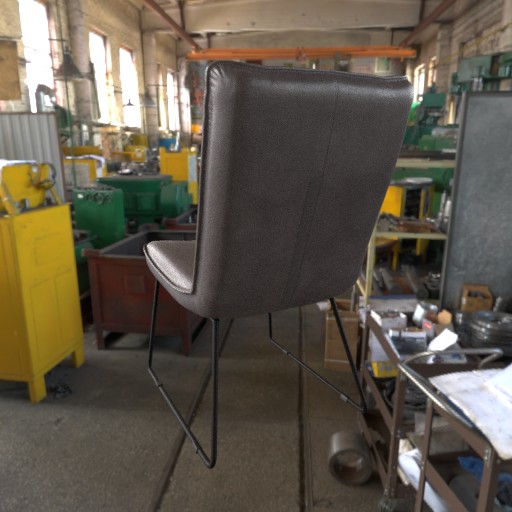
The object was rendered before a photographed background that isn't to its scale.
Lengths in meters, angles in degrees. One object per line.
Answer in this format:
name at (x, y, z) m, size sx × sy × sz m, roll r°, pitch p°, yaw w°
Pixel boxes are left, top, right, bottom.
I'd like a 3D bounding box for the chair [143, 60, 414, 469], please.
chair at (0.000, 0.000, 1.281) m, size 0.515 × 0.932 × 0.688 m, roll -8°, pitch 16°, yaw -27°
